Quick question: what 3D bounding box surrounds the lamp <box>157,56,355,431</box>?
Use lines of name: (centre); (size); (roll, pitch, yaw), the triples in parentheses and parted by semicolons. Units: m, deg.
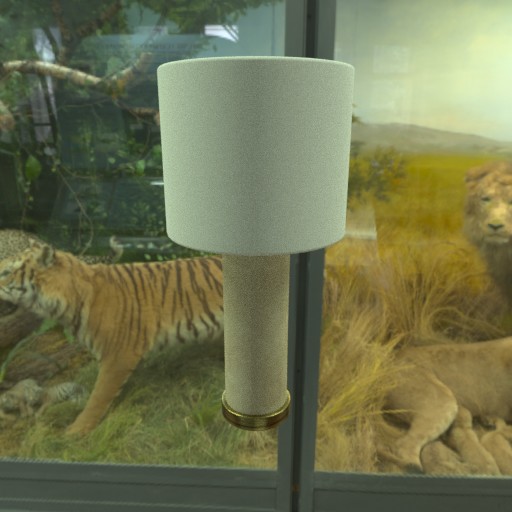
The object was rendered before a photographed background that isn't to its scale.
lamp: (0.000, 0.000, 0.788); (0.305, 0.634, 0.305); (-9, 19, -27)
